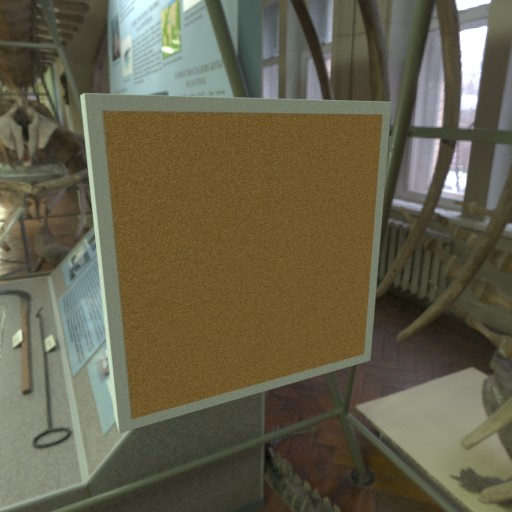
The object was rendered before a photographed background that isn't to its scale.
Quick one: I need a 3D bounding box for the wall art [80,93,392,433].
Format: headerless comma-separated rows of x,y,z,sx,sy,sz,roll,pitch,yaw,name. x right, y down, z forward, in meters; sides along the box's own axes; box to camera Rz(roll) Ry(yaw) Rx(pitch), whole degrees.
0.000,0.000,0.608,0.406,0.406,0.038,-8,18,-25,wall art
